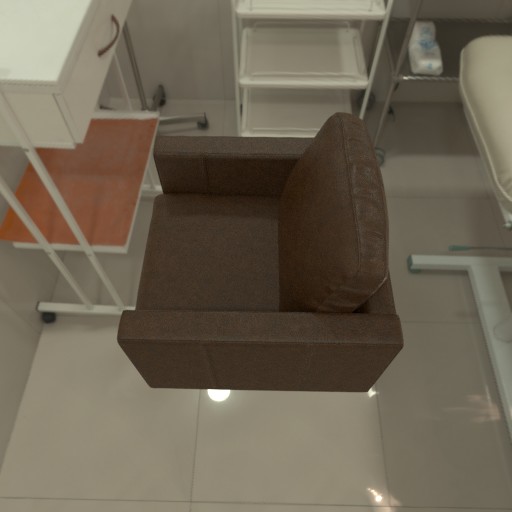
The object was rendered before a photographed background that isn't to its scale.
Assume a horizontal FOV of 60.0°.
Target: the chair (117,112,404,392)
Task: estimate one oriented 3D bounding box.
[{"bbox_3d":[0.000,0.000,1.743,0.909,0.956,0.890,1,58,1],"label":"chair"}]
